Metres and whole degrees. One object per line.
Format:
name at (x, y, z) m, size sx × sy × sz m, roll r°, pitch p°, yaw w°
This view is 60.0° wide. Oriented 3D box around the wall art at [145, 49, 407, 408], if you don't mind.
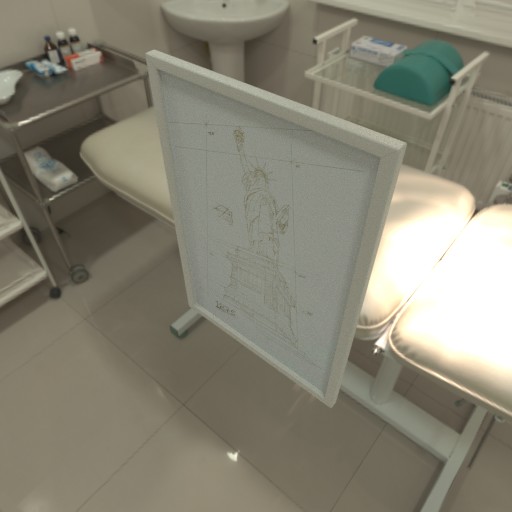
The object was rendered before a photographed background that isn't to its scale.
wall art at (0.000, 0.000, 1.534) m, size 0.808 × 1.183 × 0.038 m, roll 31°, pitch 53°, yaw 27°
